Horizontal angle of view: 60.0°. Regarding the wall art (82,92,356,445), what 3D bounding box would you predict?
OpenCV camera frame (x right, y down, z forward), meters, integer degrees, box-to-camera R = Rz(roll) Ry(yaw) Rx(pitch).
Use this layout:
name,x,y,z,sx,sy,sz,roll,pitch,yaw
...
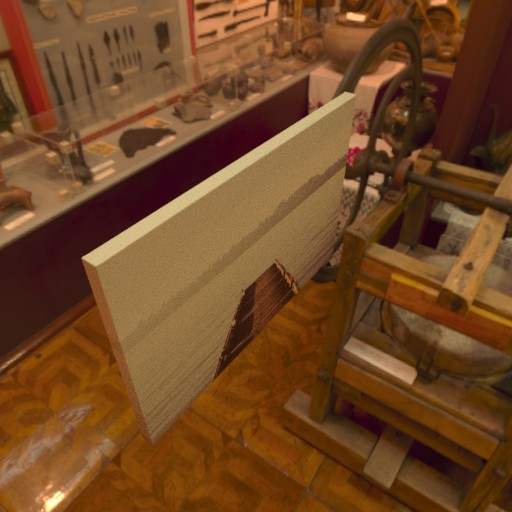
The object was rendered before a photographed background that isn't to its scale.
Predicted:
name,x,y,z,sx,sy,sz,roll,pitch,yaw
wall art,0.000,0.000,1.199,0.037,0.609,0.916,26,47,27
